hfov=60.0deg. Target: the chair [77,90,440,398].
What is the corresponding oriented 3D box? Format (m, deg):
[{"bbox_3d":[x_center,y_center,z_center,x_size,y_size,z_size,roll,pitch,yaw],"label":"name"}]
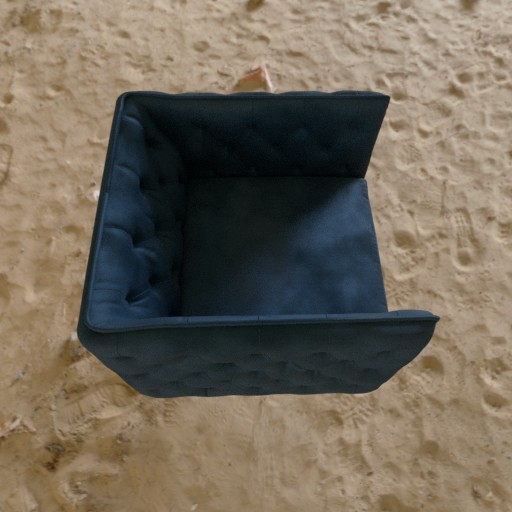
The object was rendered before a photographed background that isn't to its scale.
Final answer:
[{"bbox_3d":[0.000,0.000,1.542,0.877,0.771,0.868,-1,62,-1],"label":"chair"}]
